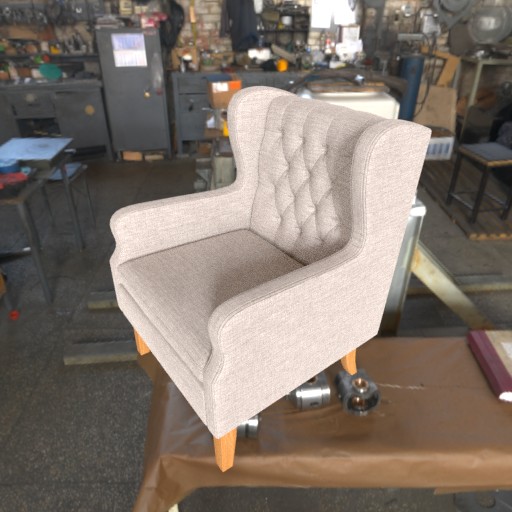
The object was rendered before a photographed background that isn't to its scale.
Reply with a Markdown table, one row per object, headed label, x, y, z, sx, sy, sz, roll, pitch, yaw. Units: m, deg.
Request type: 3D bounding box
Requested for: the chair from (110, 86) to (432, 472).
| label | x | y | z | sx | sy | sz | roll | pitch | yaw |
| --- | --- | --- | --- | --- | --- | --- | --- | --- | --- |
| chair | 0.000 | 0.000 | 1.458 | 0.760 | 0.930 | 0.710 | -20 | 36 | -30 |
